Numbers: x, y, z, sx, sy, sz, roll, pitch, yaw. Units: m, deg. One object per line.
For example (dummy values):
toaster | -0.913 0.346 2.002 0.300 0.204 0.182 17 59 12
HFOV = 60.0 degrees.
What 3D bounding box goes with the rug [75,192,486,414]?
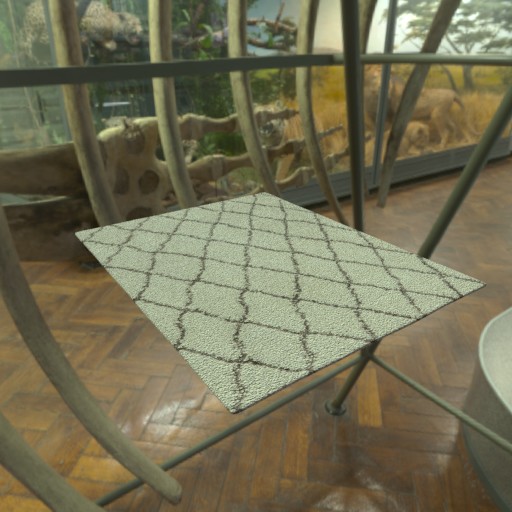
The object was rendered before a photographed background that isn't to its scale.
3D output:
rug | 0.000 0.000 4.075 2.438 0.029 3.047 -17 30 -31
